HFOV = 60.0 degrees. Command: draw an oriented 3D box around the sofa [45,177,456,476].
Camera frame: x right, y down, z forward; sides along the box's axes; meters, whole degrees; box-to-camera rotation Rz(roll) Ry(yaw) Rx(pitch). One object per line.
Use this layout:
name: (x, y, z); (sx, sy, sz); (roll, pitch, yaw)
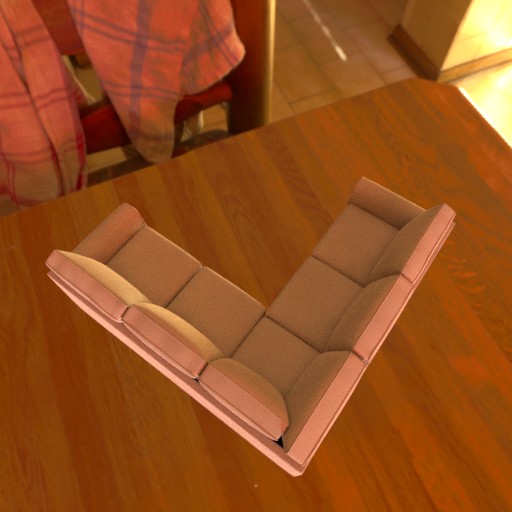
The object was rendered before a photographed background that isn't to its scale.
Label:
sofa: (0.000, 0.000, 3.951); (2.562, 1.053, 2.487); (33, 67, 16)
